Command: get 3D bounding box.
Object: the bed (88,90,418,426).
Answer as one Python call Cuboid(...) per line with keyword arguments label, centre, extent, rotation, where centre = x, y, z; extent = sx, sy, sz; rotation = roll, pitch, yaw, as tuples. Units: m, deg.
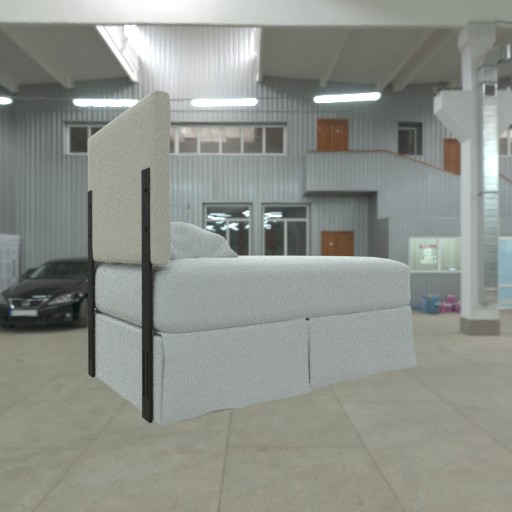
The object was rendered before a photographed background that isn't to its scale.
Cuboid(label="bed", centre=(0.000, 0.000, 3.081), extent=(1.997, 1.571, 1.261), rotation=(0, 1, -36))
